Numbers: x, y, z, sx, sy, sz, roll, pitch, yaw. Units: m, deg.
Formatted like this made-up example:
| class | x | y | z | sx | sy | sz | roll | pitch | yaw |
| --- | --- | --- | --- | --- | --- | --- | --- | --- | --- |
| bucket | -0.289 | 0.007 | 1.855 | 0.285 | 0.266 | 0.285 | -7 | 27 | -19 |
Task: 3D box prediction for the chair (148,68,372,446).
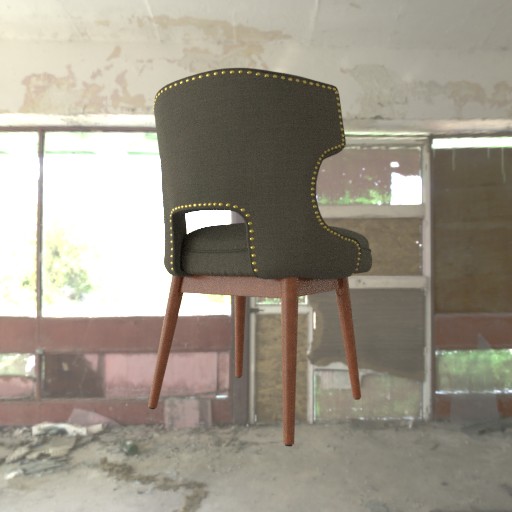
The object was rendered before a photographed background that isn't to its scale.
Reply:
| class | x | y | z | sx | sy | sz | roll | pitch | yaw |
| --- | --- | --- | --- | --- | --- | --- | --- | --- | --- |
| chair | 0.000 | 0.000 | 1.288 | 0.595 | 0.863 | 0.581 | 0 | -1 | 34 |
